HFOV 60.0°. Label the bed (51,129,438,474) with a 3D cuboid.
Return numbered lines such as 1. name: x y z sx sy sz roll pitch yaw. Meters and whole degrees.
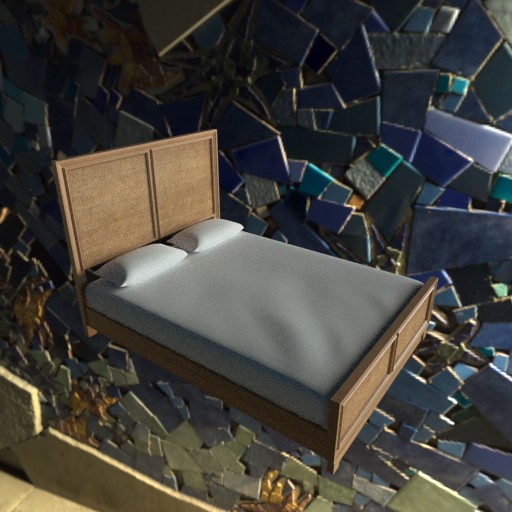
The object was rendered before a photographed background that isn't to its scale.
1. bed: 0.000 0.000 3.223 2.184 1.387 1.606 17 30 32
